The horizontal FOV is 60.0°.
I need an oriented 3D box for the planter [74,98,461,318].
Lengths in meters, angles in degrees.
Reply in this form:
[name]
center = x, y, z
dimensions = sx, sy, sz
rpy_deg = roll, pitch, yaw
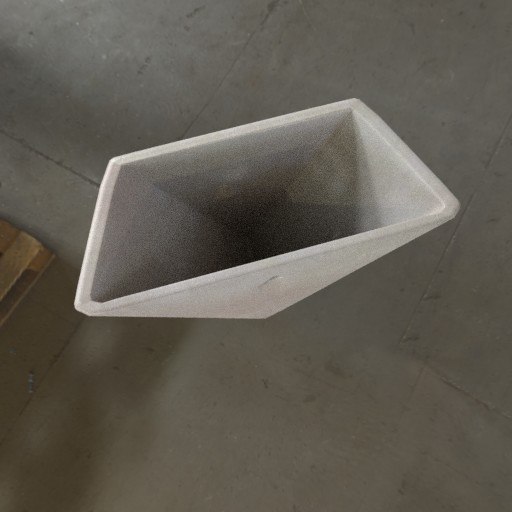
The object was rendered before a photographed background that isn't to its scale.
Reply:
[planter]
center = 0.000, 0.000, 0.266
dimensions = 0.150, 0.197, 0.060
rpy_deg = -15, 77, -4
